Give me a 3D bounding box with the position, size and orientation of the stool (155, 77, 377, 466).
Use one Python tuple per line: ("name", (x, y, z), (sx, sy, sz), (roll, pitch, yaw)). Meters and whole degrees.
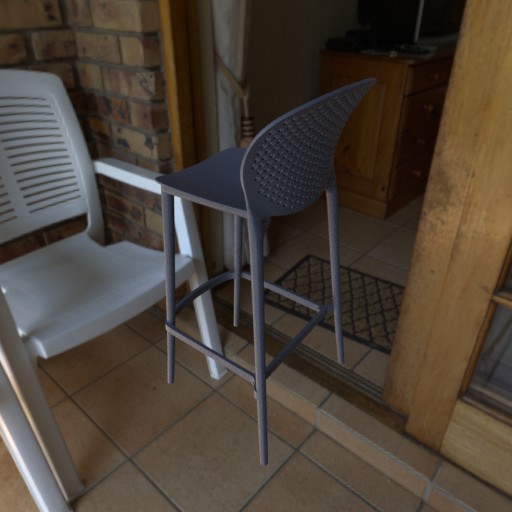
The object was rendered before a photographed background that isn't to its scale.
("stool", (0.000, 0.000, 1.341), (0.535, 1.045, 0.536), (21, 37, 30))
